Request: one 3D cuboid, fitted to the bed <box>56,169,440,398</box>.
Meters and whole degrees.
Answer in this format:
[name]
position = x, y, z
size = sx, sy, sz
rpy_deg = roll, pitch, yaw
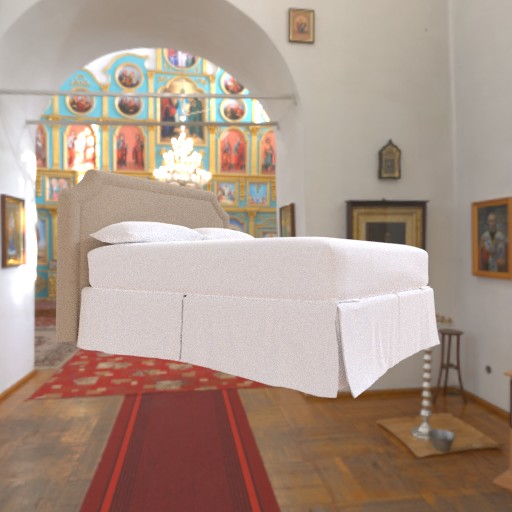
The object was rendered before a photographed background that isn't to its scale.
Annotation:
[bed]
position = 0.000, 0.000, 3.230
size = 2.204, 1.301, 1.828
rpy_deg = -1, -1, 36
